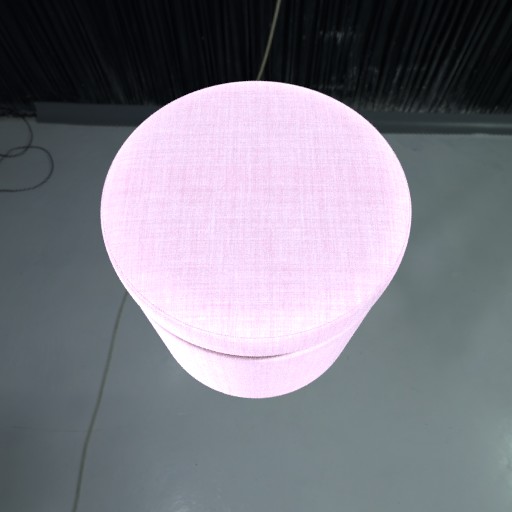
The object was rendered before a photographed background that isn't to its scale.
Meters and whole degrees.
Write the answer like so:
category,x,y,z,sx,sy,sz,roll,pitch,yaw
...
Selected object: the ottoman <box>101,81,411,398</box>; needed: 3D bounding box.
category,x,y,z,sx,sy,sz,roll,pitch,yaw
ottoman,0.000,0.000,0.733,0.400,0.406,0.400,0,63,0
